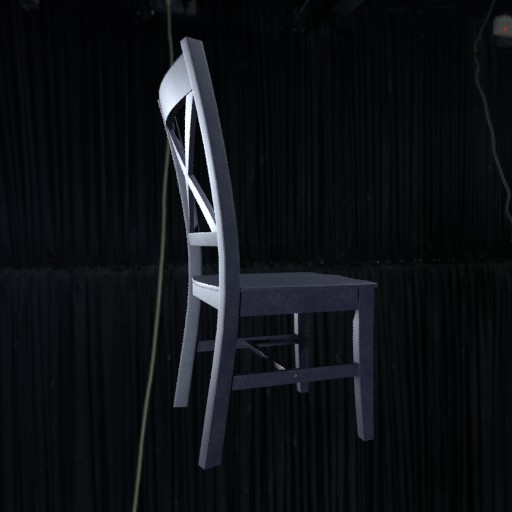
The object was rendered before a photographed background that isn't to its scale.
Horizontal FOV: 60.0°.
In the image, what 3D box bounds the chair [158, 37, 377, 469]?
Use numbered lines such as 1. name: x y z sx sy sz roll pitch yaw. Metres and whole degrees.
1. chair: 0.000 0.000 1.297 0.542 0.983 0.485 -1 2 -19
